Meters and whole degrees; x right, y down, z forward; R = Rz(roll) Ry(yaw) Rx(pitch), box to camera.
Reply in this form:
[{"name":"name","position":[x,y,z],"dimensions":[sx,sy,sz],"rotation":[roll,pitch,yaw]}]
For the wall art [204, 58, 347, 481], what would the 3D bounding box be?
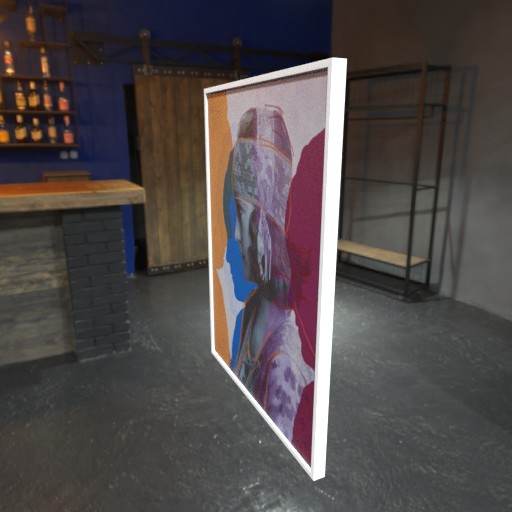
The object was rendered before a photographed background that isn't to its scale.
[{"name":"wall art","position":[0.000,0.000,1.401],"dimensions":[0.039,1.050,0.795],"rotation":[-7,17,-25]}]
